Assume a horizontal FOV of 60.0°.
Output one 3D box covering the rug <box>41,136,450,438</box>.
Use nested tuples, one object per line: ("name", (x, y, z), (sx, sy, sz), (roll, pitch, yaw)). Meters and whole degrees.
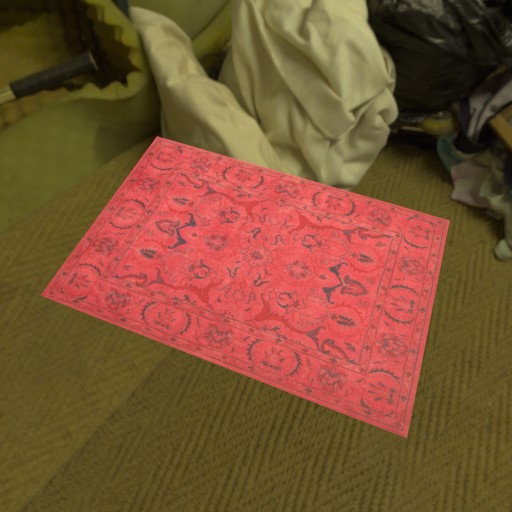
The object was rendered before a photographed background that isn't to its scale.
("rug", (0.000, 0.000, 2.314), (1.814, 0.008, 1.209), (18, 59, 11))
